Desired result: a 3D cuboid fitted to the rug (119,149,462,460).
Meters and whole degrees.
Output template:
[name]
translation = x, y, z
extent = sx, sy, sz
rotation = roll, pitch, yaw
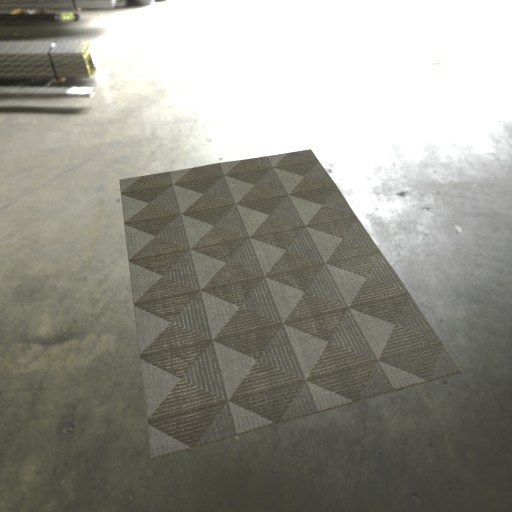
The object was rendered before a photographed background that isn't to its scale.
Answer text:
[rug]
translation = 0.000, 0.000, 4.366
extent = 2.428, 0.027, 3.333
rotation = -11, 47, -11
